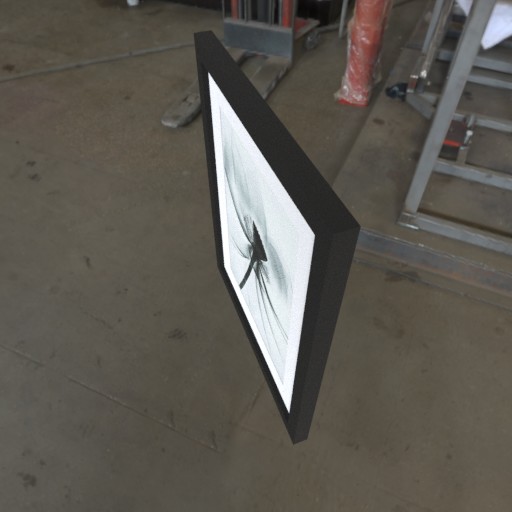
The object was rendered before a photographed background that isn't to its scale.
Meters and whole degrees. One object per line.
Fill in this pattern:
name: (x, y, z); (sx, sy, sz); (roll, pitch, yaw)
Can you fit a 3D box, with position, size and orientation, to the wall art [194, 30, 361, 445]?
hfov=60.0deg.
wall art: (0.000, 0.000, 0.750); (0.029, 0.559, 0.457); (-16, 51, -14)
